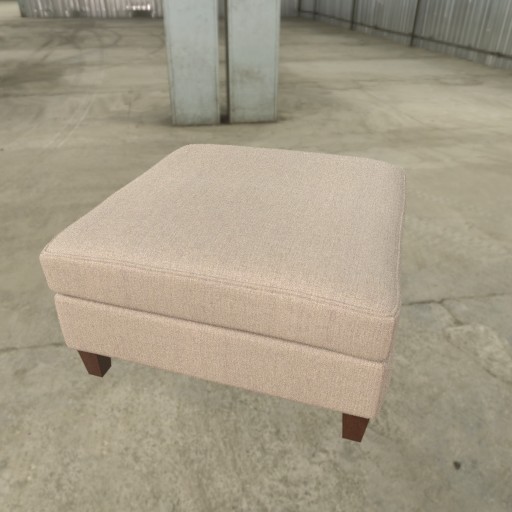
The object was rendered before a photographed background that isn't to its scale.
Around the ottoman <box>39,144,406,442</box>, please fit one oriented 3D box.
[{"bbox_3d":[0.000,0.000,1.350,0.838,0.481,0.838,9,33,14],"label":"ottoman"}]
